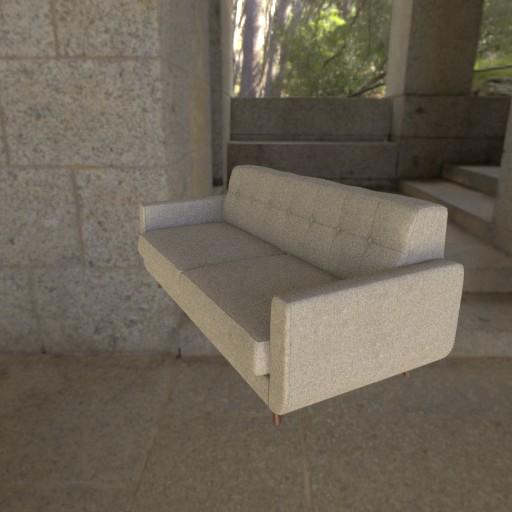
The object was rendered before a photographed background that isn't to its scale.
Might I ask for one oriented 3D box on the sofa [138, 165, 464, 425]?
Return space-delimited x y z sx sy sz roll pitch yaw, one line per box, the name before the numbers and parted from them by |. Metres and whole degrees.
sofa | 0.000 0.000 2.600 0.968 0.873 2.055 -9 20 -26
